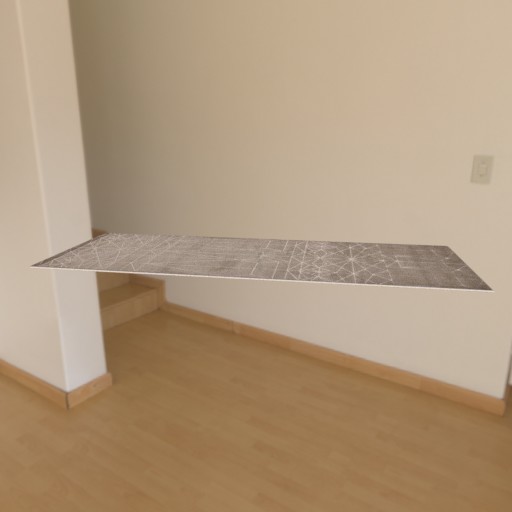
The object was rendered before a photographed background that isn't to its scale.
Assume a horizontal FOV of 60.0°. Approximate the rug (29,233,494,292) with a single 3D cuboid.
[{"bbox_3d":[0.000,0.000,2.658,2.388,0.012,0.864,3,16,9],"label":"rug"}]
